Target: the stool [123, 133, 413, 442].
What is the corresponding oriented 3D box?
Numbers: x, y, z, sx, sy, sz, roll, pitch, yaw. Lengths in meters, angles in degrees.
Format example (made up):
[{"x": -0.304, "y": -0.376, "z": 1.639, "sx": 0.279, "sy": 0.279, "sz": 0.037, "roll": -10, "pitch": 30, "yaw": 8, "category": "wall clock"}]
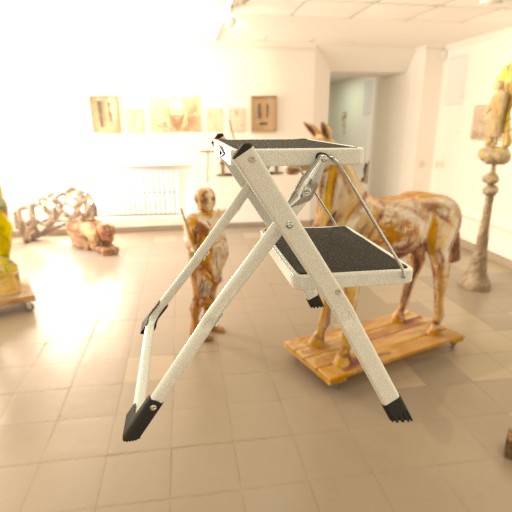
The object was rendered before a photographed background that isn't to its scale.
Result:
[{"x": 0.000, "y": 0.000, "z": 0.854, "sx": 0.490, "sy": 0.445, "sz": 0.485, "roll": -3, "pitch": 17, "yaw": -9, "category": "stool"}]
